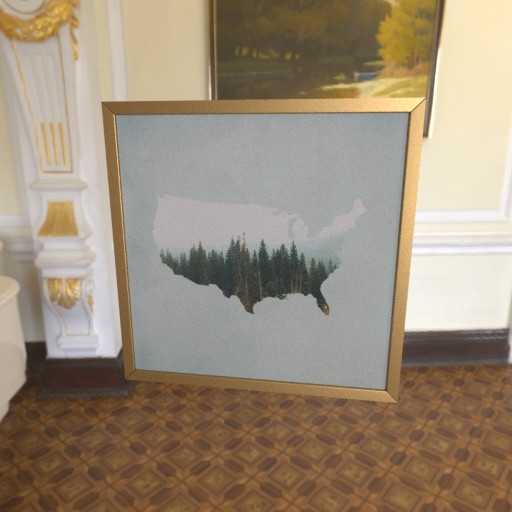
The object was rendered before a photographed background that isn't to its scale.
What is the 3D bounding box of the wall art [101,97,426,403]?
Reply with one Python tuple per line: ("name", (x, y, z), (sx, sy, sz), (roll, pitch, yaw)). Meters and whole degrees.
("wall art", (0.000, 0.000, 1.146), (0.762, 0.762, 0.038), (2, 15, 9))
